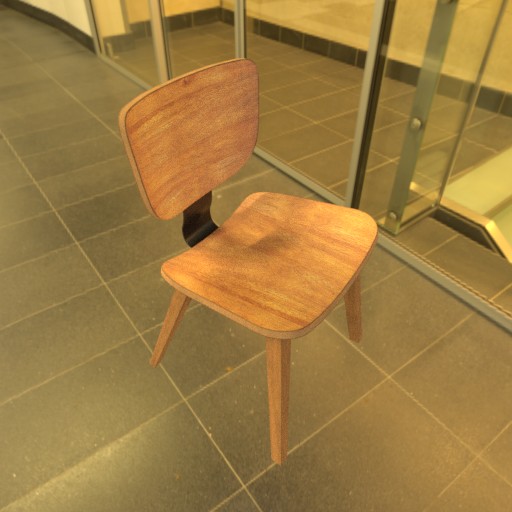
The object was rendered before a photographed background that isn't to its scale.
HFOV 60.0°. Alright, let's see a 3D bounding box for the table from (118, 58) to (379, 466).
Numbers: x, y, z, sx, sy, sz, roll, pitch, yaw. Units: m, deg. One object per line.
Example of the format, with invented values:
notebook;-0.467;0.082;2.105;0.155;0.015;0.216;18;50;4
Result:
table;0.000;0.000;1.116;0.500;0.805;0.499;24;46;25
